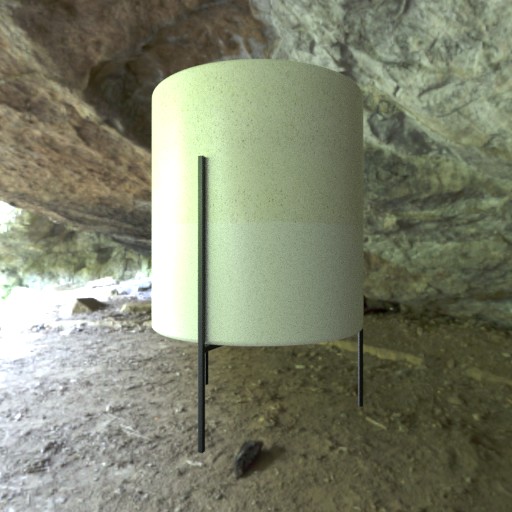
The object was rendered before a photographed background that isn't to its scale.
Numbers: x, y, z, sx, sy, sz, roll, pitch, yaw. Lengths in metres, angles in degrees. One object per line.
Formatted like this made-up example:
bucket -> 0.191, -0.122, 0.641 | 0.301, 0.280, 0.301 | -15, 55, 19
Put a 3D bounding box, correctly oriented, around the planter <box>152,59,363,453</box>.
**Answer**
planter -> 0.000, 0.000, 0.701 | 0.324, 0.483, 0.333 | 0, 0, -35
